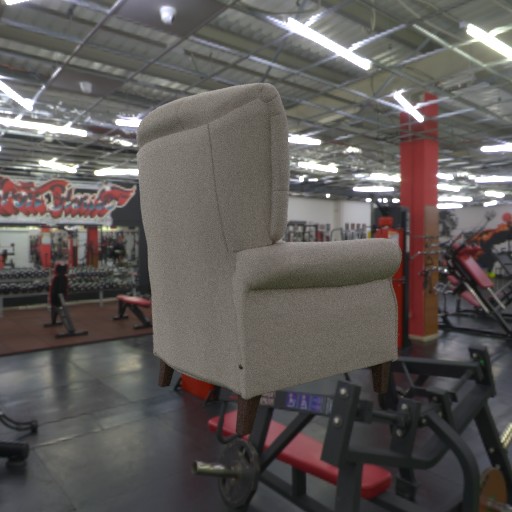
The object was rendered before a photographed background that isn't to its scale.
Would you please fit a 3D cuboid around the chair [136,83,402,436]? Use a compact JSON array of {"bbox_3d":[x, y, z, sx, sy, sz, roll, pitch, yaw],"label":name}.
[{"bbox_3d":[0.000,0.000,1.966,1.025,1.209,0.942,-1,2,-36],"label":"chair"}]
